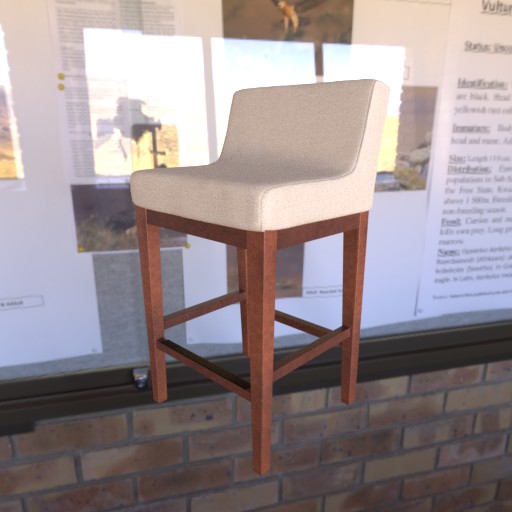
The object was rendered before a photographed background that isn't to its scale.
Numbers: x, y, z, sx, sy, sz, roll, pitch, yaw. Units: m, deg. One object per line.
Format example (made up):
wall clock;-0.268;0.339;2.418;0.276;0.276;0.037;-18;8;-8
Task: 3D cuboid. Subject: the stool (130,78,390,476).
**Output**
stool;0.000;0.000;1.256;0.511;0.937;0.500;15;22;41
